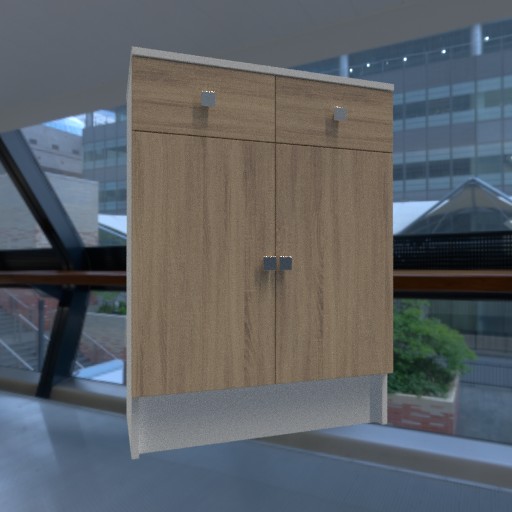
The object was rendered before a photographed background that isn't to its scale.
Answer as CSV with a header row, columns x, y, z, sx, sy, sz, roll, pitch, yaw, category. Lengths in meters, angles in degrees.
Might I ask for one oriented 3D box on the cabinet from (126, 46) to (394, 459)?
x,y,z,sx,sy,sz,roll,pitch,yaw,category
0.000,0.000,1.085,0.600,0.815,0.296,0,0,-18,cabinet
